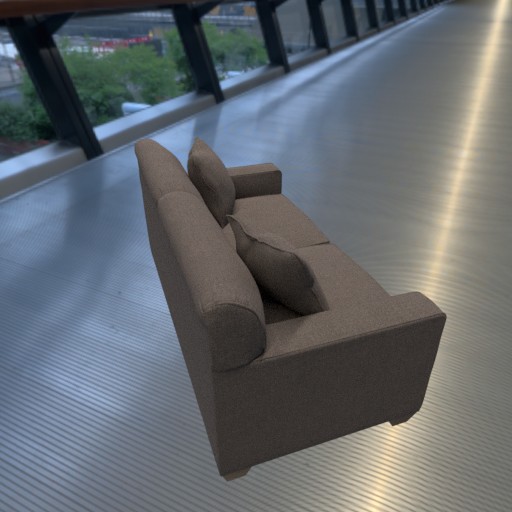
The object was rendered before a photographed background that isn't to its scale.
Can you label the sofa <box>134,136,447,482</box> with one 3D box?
[{"bbox_3d":[0.000,0.000,2.397,1.000,0.958,1.846,-10,33,-17],"label":"sofa"}]
